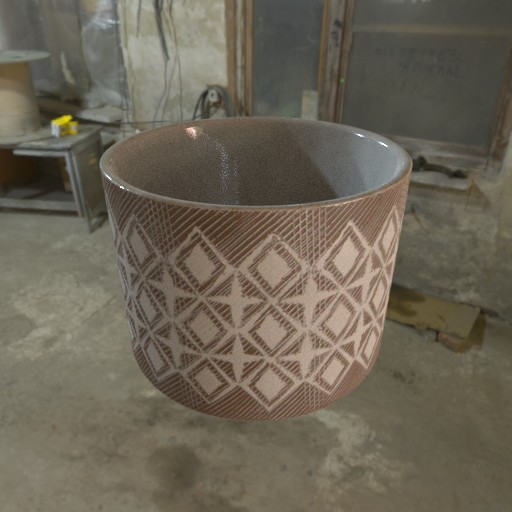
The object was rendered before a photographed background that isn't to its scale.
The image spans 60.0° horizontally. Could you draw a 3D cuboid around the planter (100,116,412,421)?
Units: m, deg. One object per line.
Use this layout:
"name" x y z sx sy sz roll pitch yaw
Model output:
"planter" 0.000 0.000 0.213 0.126 0.104 0.126 0 30 0
